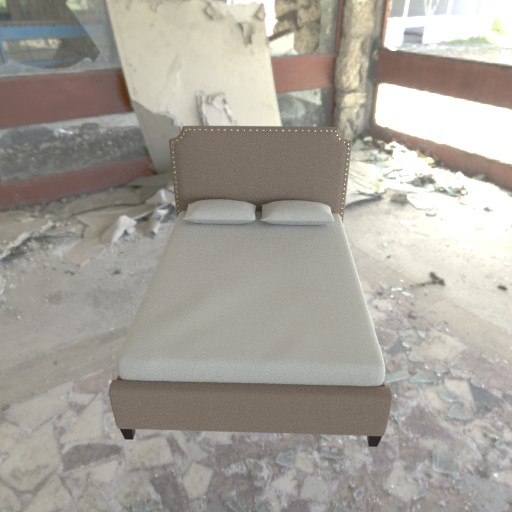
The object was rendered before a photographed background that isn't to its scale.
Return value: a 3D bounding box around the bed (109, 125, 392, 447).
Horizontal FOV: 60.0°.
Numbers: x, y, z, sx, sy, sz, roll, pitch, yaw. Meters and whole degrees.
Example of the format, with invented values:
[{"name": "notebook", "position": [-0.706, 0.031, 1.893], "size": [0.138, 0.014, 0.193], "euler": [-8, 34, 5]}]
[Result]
[{"name": "bed", "position": [0.000, 0.000, 3.476], "size": [1.713, 1.443, 2.372], "euler": [1, 31, 2]}]
